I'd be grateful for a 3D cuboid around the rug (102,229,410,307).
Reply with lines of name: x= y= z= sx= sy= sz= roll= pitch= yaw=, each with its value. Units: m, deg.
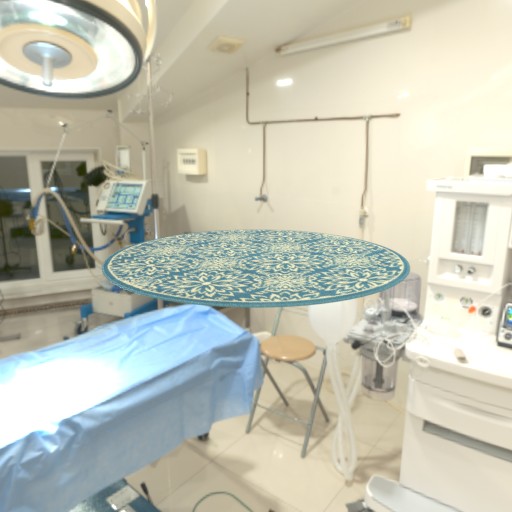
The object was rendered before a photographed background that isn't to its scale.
rug: x=0.000 y=0.000 z=2.415 sx=1.593 sy=0.012 sz=1.593 roll=0 pitch=14 yaw=0
